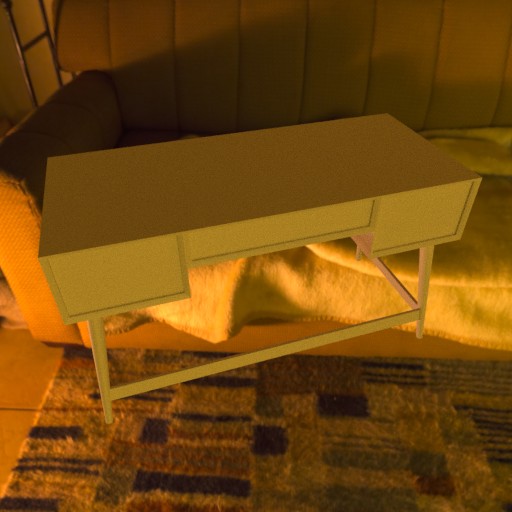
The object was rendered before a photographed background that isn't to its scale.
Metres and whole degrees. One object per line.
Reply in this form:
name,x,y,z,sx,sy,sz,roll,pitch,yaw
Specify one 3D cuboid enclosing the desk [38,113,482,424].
desk,0.000,0.000,1.701,1.313,0.762,0.589,-11,40,-14
